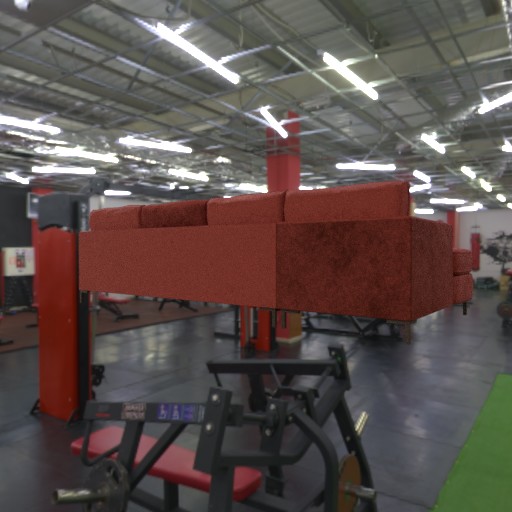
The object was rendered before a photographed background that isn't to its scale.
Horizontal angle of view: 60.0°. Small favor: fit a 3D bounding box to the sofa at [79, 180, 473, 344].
[{"bbox_3d":[0.000,0.000,4.083,3.400,0.967,1.500,1,1,37],"label":"sofa"}]
